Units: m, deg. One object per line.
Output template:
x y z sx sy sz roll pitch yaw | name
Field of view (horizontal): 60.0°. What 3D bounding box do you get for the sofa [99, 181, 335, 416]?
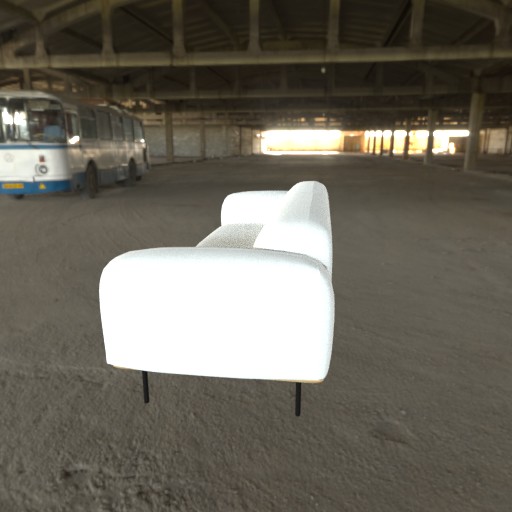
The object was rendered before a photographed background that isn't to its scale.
0.000 0.000 2.646 0.870 0.780 2.280 2 14 8 | sofa
